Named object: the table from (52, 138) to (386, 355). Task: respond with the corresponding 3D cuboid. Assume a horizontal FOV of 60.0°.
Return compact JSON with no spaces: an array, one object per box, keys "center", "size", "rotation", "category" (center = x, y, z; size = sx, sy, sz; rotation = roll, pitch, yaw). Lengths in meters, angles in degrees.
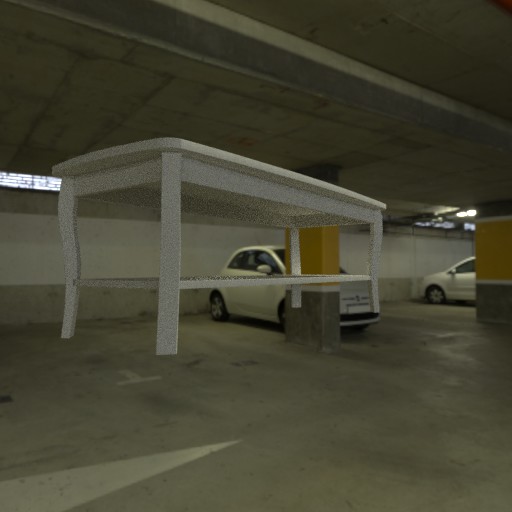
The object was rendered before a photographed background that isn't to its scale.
[{"center":[0.000,0.000,1.606],"size":[0.561,0.474,1.334],"rotation":[-1,-2,37],"category":"table"}]
